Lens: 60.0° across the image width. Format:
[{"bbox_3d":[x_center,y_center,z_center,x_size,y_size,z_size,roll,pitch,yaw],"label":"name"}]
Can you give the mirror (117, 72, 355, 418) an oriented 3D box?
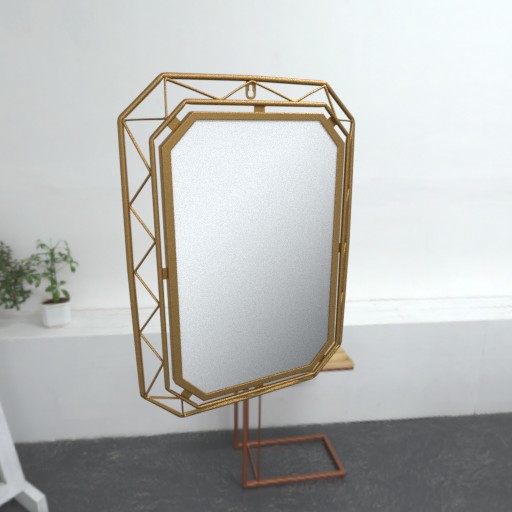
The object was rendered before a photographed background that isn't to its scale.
[{"bbox_3d":[0.000,0.000,0.741,0.417,0.566,0.042,-8,18,-26],"label":"mirror"}]
